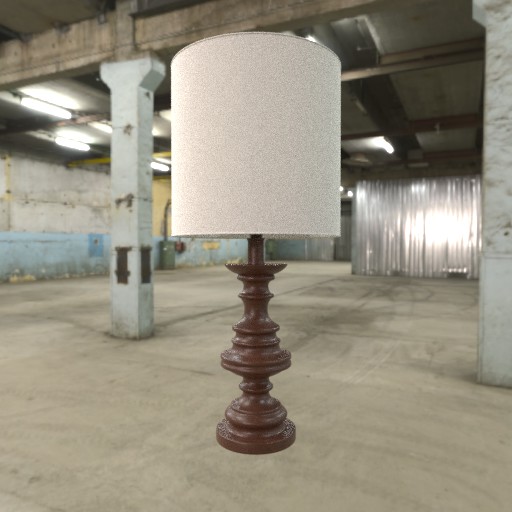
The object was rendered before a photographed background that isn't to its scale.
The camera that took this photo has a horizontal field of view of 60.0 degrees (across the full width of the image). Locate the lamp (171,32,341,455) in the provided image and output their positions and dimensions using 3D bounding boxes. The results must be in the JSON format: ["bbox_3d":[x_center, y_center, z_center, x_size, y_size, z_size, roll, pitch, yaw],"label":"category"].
[{"bbox_3d":[0.000,0.000,0.555,0.208,0.455,0.208,-1,1,-36],"label":"lamp"}]
